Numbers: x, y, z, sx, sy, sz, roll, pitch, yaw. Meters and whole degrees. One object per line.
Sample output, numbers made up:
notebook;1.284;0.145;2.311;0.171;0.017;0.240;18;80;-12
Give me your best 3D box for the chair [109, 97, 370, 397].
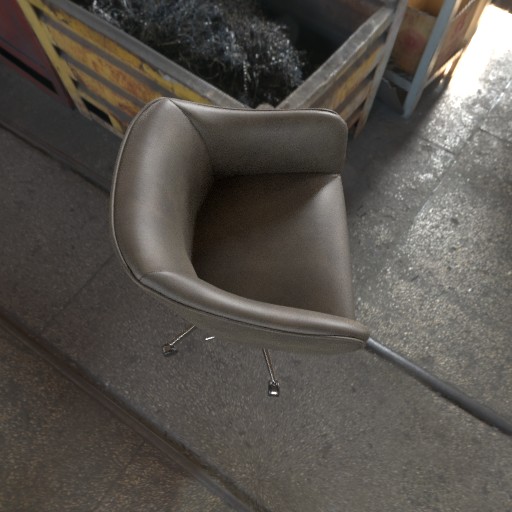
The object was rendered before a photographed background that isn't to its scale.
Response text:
chair;0.000;0.000;1.363;0.689;0.827;0.713;0;63;0
